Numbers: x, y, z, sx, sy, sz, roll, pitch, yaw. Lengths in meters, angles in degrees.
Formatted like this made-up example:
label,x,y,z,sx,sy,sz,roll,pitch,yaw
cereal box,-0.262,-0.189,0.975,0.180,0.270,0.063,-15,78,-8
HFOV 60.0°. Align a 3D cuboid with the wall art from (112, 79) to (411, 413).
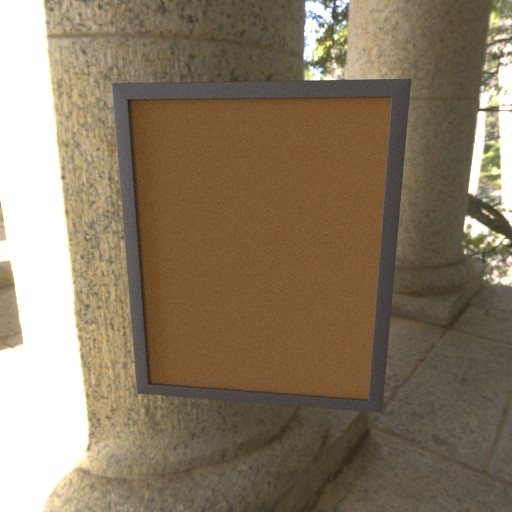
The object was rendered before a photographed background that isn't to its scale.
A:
label,x,y,z,sx,sy,sz,roll,pitch,yaw
wall art,0.000,0.000,0.760,0.458,0.558,0.029,2,16,7
